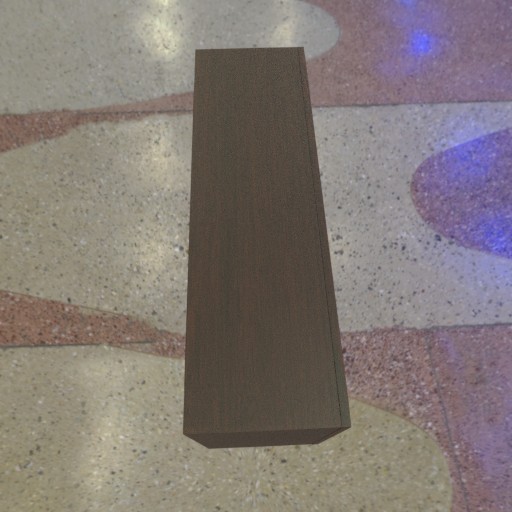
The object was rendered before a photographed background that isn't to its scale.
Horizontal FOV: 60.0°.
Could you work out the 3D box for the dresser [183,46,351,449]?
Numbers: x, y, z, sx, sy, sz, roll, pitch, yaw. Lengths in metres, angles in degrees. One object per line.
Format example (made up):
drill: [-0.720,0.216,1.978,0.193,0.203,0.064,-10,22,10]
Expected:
dresser: [0.000,0.000,2.073,0.499,0.971,1.609,-2,64,-1]
